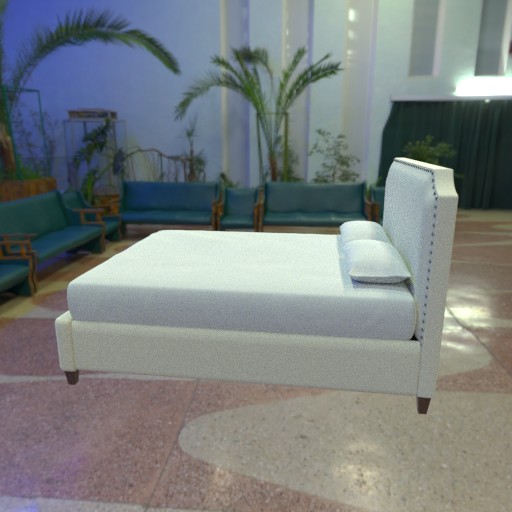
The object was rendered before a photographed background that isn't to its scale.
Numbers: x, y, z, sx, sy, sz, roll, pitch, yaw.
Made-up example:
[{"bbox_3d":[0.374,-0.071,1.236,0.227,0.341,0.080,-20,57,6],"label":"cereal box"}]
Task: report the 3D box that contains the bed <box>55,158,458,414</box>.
[{"bbox_3d":[0.000,0.000,3.366,2.329,1.415,1.703,2,15,8],"label":"bed"}]
